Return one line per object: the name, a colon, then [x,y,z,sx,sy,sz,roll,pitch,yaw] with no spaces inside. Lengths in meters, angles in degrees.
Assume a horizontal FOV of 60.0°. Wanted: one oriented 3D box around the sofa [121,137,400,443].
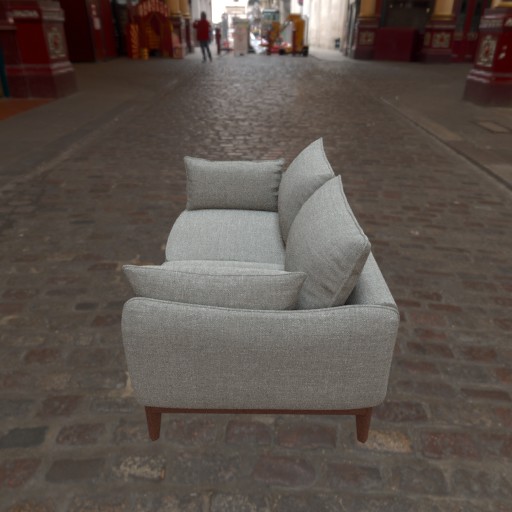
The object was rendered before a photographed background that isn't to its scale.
sofa: [0.000,0.000,2.182,0.972,0.851,1.580,0,28,1]
